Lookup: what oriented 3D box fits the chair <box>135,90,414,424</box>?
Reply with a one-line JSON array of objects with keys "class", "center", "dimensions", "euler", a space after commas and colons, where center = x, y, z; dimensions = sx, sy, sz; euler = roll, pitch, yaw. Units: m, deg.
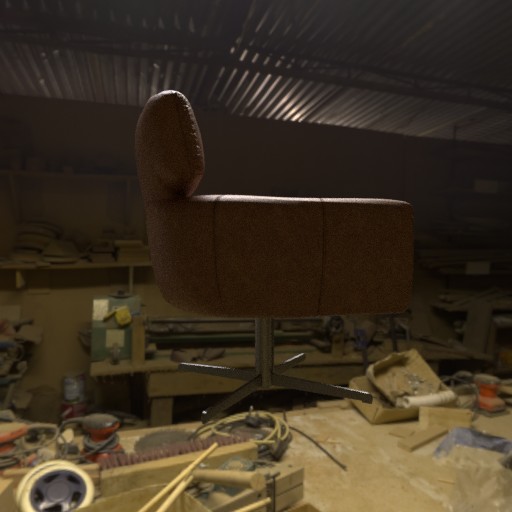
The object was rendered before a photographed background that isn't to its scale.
[{"class": "chair", "center": [0.000, 0.000, 1.367], "dimensions": [0.715, 0.812, 0.706], "euler": [-1, 2, -17]}]
